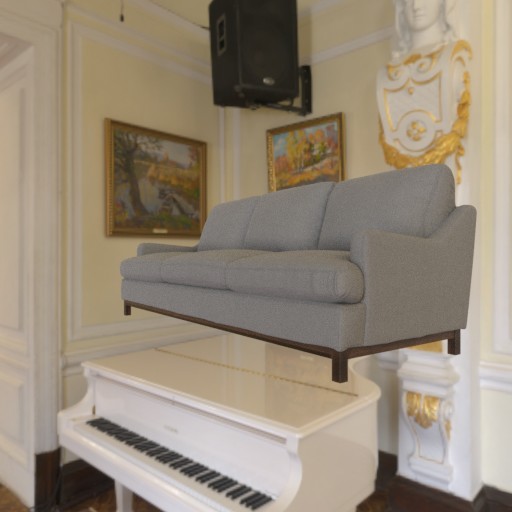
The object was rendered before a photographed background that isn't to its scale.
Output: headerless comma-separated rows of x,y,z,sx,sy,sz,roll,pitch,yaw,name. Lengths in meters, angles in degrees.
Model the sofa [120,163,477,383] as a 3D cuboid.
0.000,0.000,2.800,0.987,0.926,2.344,0,0,-36,sofa
